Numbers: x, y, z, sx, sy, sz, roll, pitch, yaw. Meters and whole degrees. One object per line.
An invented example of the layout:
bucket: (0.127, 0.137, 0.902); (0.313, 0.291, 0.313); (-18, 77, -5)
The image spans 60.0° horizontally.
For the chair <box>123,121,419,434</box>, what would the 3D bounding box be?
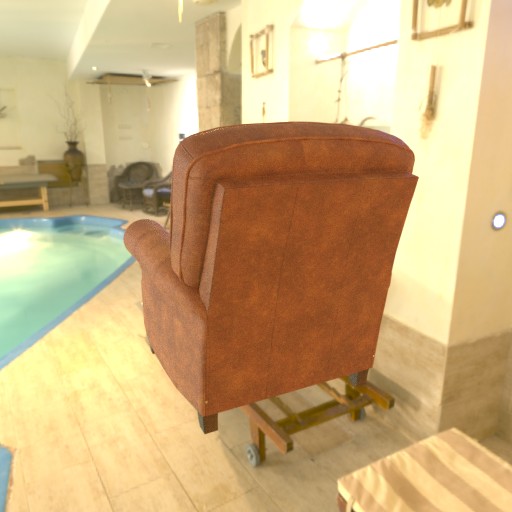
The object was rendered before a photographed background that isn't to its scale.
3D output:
chair: (0.000, 0.000, 1.781); (0.936, 1.018, 0.986); (-8, 17, -26)
